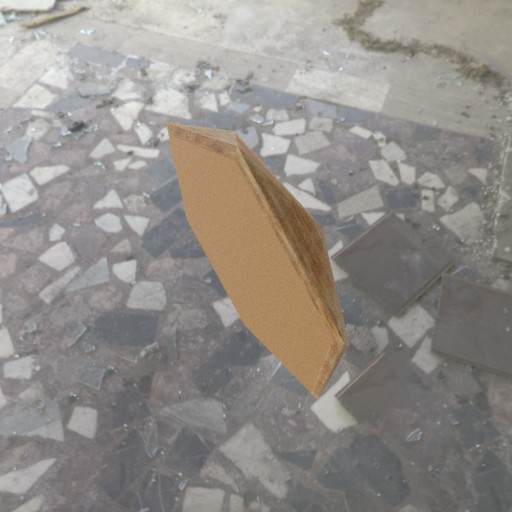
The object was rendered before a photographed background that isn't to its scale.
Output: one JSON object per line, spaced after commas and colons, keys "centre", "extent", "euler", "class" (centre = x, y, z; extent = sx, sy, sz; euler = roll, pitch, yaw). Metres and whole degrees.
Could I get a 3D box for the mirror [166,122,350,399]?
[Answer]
{"centre": [0.000, 0.000, 1.102], "extent": [0.091, 0.779, 0.675], "euler": [-29, 63, -17], "class": "mirror"}
